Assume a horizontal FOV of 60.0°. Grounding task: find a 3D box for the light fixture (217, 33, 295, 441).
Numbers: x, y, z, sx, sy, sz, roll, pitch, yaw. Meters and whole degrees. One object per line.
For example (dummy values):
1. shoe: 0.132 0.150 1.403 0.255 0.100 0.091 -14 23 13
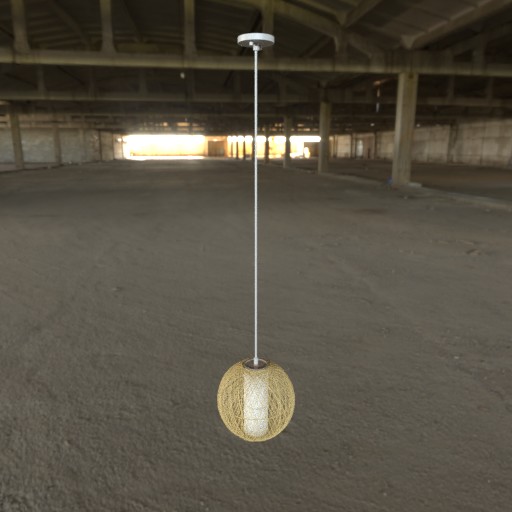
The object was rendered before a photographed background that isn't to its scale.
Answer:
1. light fixture: 0.000 0.000 2.160 0.406 1.955 0.407 -2 14 -8
